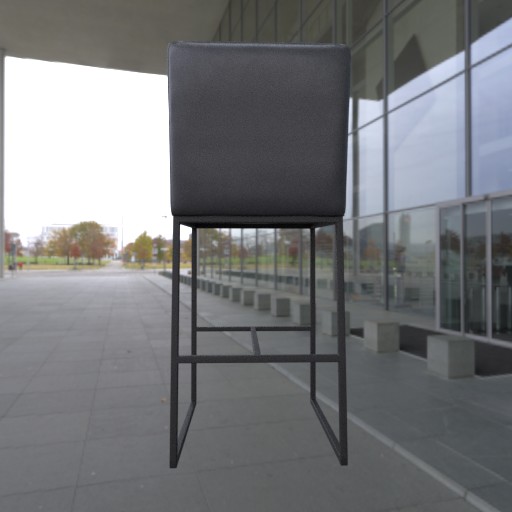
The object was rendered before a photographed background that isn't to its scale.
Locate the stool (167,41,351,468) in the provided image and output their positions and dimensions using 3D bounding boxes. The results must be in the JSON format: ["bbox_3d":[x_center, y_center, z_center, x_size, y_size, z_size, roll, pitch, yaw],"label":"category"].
[{"bbox_3d":[0.000,0.000,1.327,0.457,1.040,0.552,0,-1,-2],"label":"stool"}]
